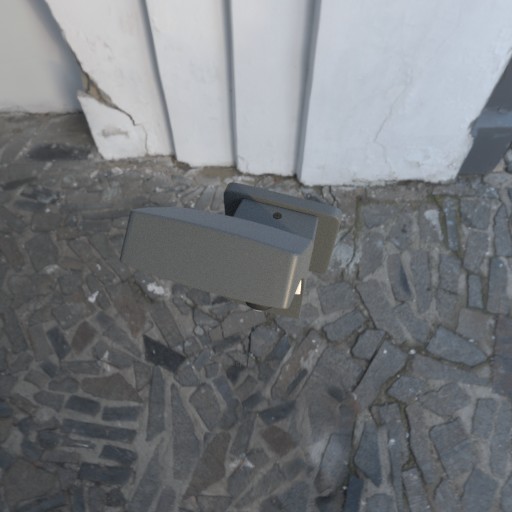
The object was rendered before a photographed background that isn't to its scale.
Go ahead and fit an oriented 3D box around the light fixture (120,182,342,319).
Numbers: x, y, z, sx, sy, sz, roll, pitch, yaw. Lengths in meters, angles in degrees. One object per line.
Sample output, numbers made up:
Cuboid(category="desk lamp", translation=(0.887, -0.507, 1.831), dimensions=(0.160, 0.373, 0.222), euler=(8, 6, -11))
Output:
Cuboid(category="light fixture", translation=(0.000, 0.000, 0.332), dimensions=(0.108, 0.243, 0.174), euler=(15, 59, 9))
